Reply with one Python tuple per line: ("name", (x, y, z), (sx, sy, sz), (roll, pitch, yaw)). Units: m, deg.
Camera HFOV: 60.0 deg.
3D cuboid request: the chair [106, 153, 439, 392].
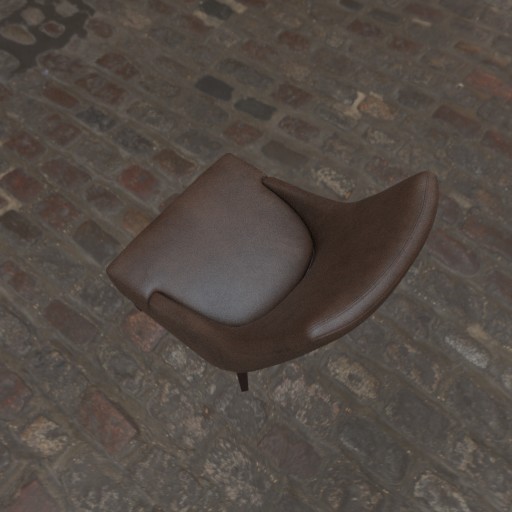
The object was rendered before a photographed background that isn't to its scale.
("chair", (0.000, 0.000, 1.491), (0.861, 0.909, 0.701), (34, 67, 17))
